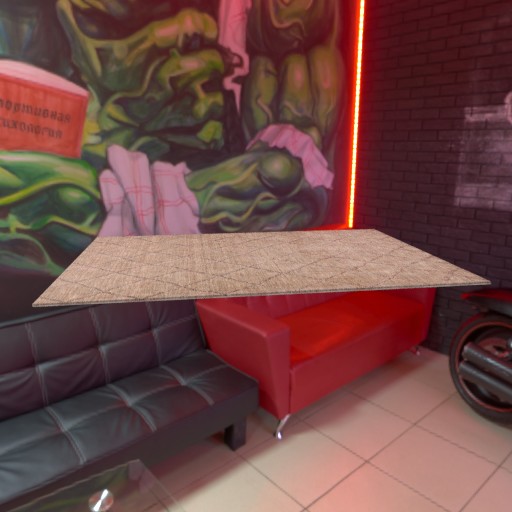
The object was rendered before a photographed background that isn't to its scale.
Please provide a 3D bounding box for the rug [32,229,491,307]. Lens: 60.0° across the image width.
[{"bbox_3d":[0.000,0.000,2.901,2.280,0.015,1.521,-2,14,-8],"label":"rug"}]
